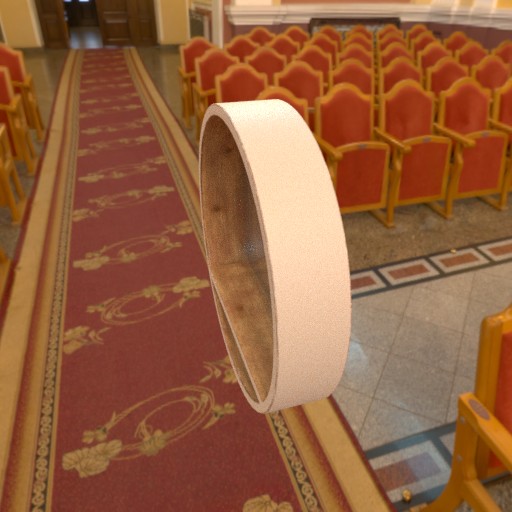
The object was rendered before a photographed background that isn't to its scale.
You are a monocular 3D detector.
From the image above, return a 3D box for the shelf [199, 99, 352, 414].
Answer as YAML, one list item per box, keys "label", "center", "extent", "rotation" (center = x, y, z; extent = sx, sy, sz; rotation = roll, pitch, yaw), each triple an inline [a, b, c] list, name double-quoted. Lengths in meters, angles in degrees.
- label: "shelf"
  center: [0.000, 0.000, 1.222]
  extent: [0.158, 0.807, 0.806]
  rotation: [-9, 33, -14]
